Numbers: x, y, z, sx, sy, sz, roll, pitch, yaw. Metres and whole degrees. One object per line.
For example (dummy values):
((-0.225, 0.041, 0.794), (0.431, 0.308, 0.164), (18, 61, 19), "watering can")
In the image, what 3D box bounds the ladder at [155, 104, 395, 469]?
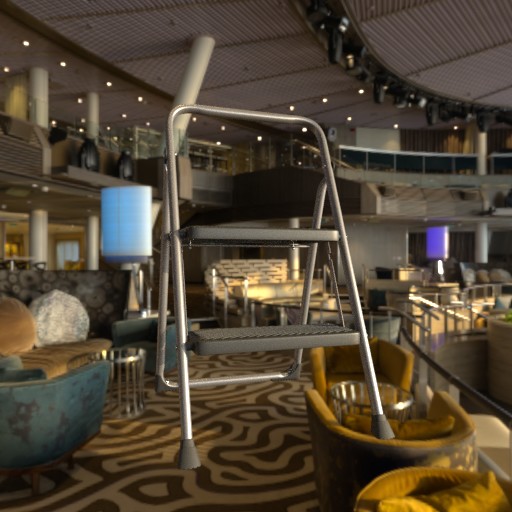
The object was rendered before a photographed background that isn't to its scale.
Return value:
((0.000, 0.000, 1.031), (0.430, 0.720, 0.472), (0, 0, -19), "ladder")
